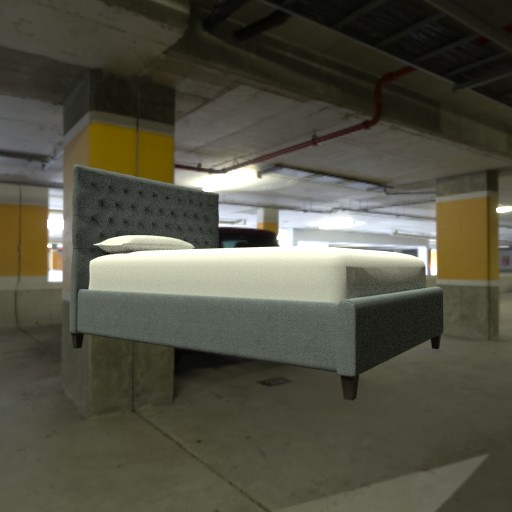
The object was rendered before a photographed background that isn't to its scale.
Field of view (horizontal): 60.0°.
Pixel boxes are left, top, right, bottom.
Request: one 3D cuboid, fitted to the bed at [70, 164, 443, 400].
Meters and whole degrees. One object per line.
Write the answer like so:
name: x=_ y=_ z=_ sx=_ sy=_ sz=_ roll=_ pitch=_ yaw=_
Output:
bed: x=0.000 y=0.000 z=3.408 sx=2.335 sy=1.411 sz=1.698 roll=-1 pitch=-2 yaw=36
